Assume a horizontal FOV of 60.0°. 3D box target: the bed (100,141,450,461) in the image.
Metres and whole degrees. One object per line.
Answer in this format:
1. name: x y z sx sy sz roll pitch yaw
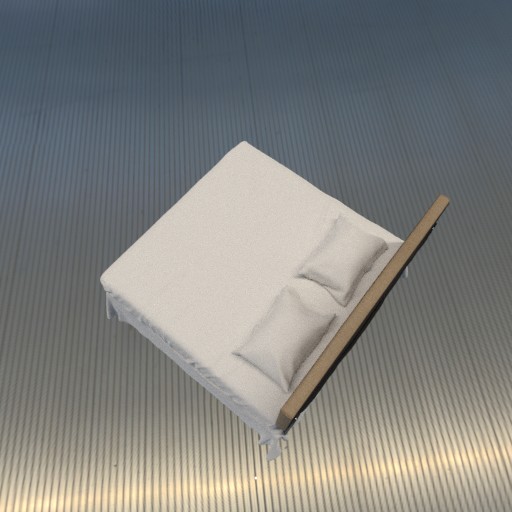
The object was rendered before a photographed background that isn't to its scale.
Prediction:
1. bed: 0.000 0.000 3.767 2.222 1.651 2.311 36 69 16
